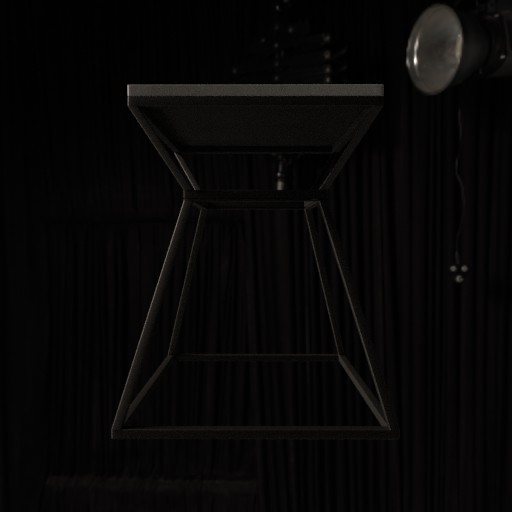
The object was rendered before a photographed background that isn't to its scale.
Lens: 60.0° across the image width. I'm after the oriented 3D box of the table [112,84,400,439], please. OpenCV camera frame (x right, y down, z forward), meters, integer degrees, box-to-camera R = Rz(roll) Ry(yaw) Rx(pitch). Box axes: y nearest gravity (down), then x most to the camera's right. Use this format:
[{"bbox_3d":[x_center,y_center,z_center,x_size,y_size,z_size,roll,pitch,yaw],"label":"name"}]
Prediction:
[{"bbox_3d":[0.000,0.000,0.913,0.455,0.559,0.455,0,2,0],"label":"table"}]
